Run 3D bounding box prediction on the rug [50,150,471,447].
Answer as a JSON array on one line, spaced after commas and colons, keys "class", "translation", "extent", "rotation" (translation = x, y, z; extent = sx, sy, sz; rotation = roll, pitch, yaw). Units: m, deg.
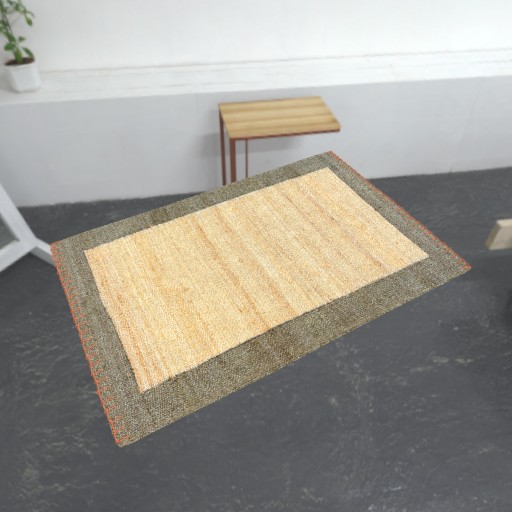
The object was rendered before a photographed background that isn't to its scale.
[{"class": "rug", "translation": [0.000, 0.000, 2.279], "extent": [1.838, 0.019, 1.220], "rotation": [-22, 50, -20]}]
